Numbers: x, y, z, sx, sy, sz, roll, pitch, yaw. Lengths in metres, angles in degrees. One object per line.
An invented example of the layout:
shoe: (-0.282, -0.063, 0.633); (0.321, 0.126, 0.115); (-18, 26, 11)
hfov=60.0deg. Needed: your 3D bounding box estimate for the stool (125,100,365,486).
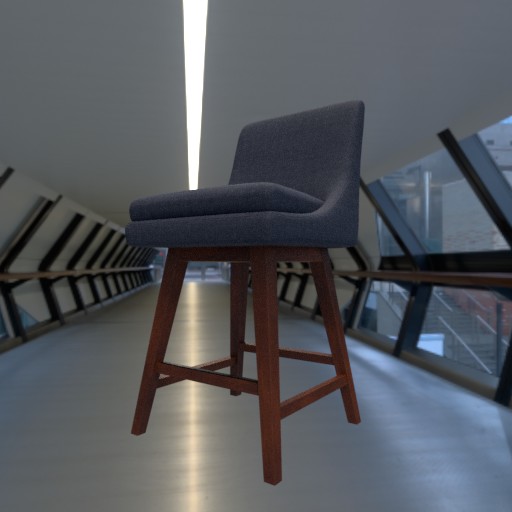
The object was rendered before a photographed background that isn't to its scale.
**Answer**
stool: (0.000, 0.000, 1.187); (0.467, 0.895, 0.524); (0, 0, 36)
